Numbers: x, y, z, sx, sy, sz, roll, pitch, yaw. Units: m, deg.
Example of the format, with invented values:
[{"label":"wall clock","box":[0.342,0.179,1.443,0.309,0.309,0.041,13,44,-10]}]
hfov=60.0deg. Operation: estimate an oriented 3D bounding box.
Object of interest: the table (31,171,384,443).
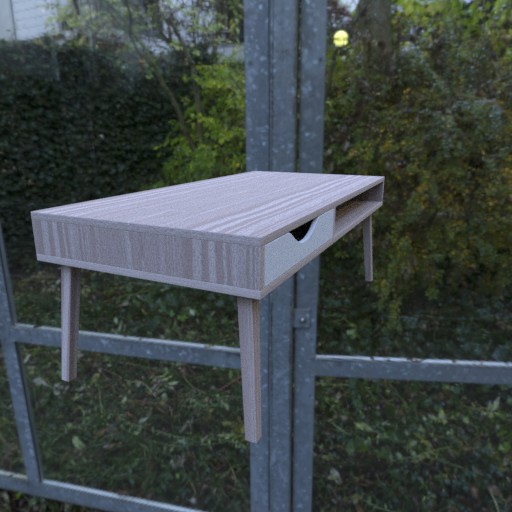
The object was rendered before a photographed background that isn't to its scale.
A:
[{"label":"table","box":[0.000,0.000,1.498,0.600,0.450,1.200,8,17,25]}]
